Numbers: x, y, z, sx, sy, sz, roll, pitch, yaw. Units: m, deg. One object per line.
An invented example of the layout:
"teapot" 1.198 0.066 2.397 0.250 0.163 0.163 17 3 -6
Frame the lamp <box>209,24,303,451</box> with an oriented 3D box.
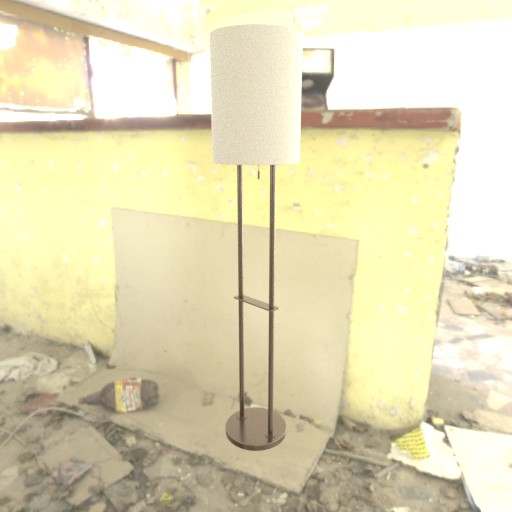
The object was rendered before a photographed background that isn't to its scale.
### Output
"lamp" 0.000 0.000 1.648 0.305 1.500 0.306 -14 21 -43
